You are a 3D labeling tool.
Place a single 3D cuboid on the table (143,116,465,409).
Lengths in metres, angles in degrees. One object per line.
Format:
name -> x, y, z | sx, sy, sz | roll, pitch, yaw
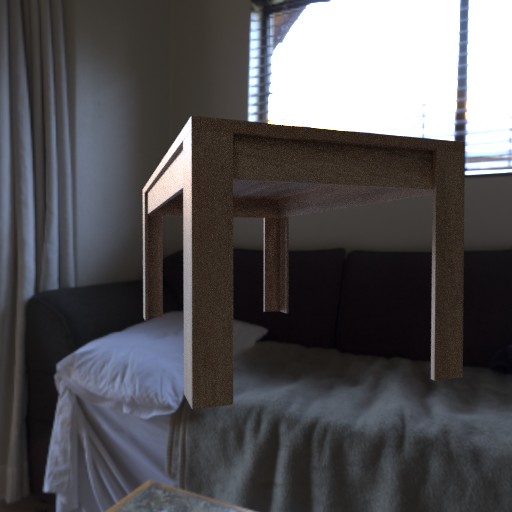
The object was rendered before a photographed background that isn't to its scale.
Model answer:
table -> 0.000, 0.000, 2.069 | 0.900, 0.775, 1.600 | 0, 1, -19
